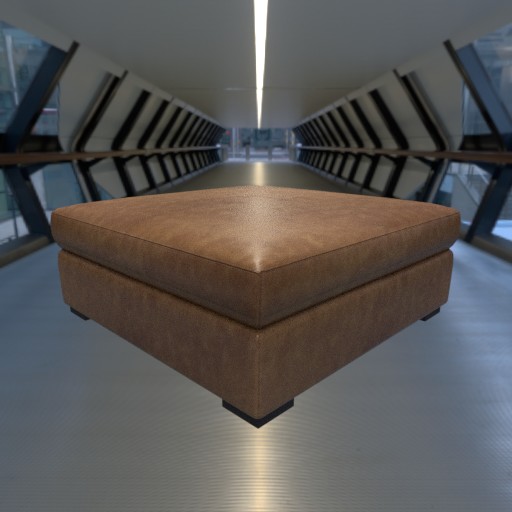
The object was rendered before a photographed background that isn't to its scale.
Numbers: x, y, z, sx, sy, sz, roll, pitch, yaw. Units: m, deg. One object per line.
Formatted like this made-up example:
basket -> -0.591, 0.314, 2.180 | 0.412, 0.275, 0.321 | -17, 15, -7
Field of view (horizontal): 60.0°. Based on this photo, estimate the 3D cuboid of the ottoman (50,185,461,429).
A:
ottoman -> 0.000, 0.000, 1.796 | 1.169, 0.483, 1.168 | 14, 21, 43
